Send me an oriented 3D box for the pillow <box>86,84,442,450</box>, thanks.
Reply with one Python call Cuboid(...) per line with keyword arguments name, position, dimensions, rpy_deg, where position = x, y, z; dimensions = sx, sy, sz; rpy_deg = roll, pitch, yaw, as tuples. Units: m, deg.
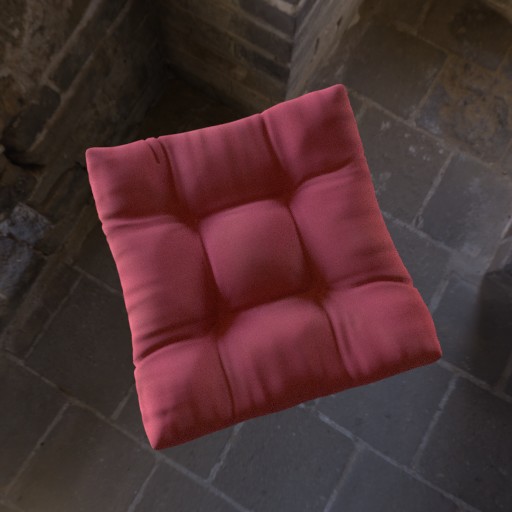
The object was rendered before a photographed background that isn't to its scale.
Cuboid(name="pillow", position=(0.000, 0.000, 0.730), dimensions=(0.468, 0.128, 0.490), rpy_deg=(-16, 77, -4))
